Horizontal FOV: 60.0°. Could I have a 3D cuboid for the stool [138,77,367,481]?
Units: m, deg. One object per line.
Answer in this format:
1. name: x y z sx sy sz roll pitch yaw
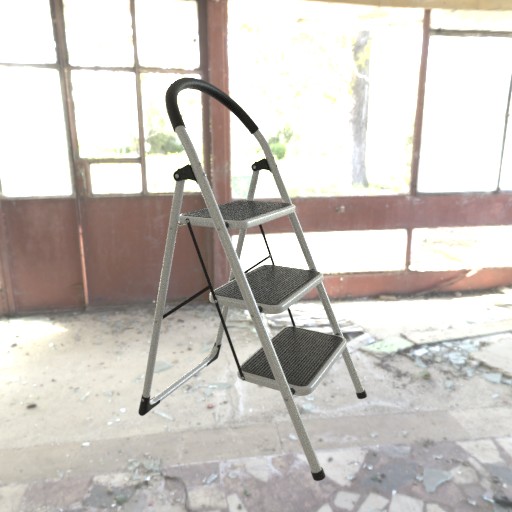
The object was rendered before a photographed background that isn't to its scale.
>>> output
1. stool: 0.000 0.000 1.439 0.676 1.109 0.485 8 17 27
